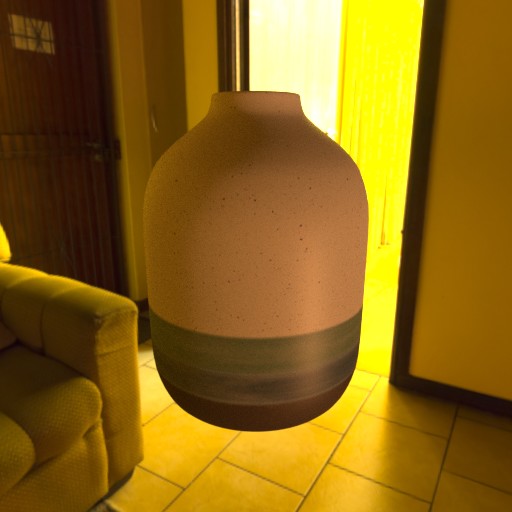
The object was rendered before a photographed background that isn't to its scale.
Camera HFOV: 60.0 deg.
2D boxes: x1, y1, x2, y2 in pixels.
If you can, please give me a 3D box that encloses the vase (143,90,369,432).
[{"bbox_3d":[0.000,0.000,0.350,0.169,0.240,0.169,0,16,0],"label":"vase"}]
